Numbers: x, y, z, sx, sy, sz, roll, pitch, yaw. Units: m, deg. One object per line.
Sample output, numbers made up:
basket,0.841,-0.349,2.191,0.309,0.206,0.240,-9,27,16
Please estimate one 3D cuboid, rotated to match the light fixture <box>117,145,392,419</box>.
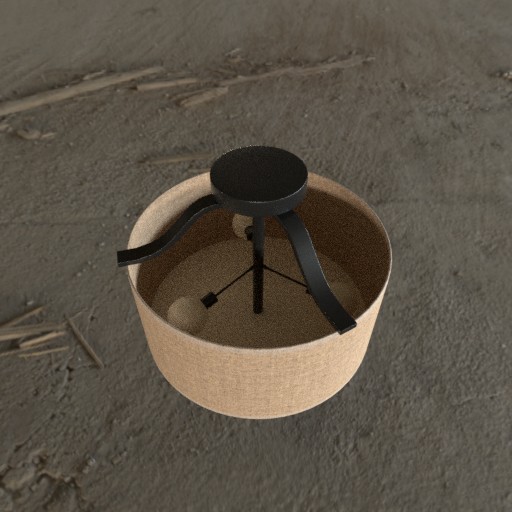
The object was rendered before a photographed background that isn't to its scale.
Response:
light fixture,0.000,0.000,0.674,0.390,0.306,0.390,0,45,0
